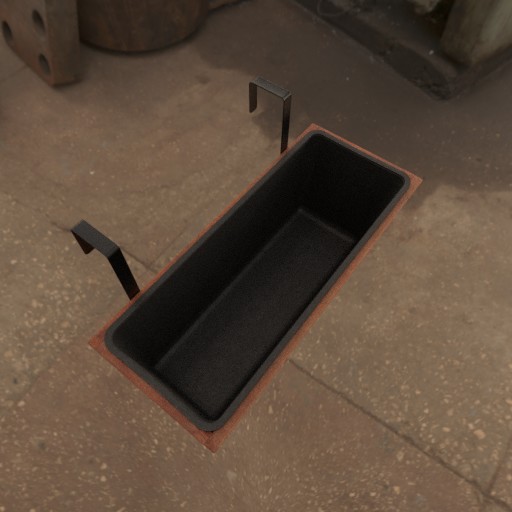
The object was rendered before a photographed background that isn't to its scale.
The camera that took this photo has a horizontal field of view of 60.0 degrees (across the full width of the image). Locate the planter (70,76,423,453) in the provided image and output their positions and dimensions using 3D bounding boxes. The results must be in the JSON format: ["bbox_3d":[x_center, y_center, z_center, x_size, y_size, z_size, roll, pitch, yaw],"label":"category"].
[{"bbox_3d":[0.000,0.000,0.641,0.262,0.289,0.480,34,64,19],"label":"planter"}]
